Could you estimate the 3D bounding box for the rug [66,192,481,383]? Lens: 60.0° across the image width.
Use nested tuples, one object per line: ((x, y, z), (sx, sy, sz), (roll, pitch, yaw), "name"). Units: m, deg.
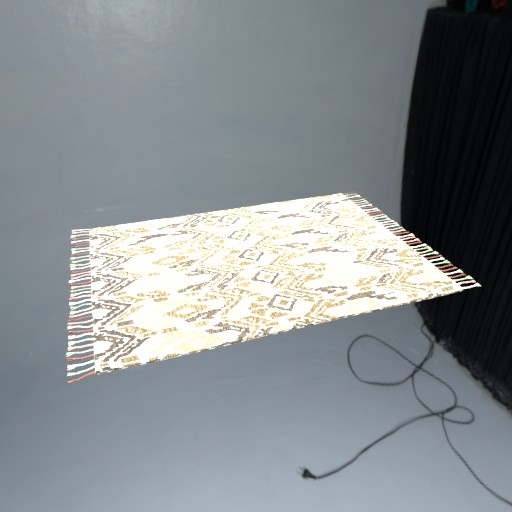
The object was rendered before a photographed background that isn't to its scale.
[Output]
((0.000, 0.000, 2.295), (1.829, 0.008, 1.219), (-10, 32, -16), "rug")
